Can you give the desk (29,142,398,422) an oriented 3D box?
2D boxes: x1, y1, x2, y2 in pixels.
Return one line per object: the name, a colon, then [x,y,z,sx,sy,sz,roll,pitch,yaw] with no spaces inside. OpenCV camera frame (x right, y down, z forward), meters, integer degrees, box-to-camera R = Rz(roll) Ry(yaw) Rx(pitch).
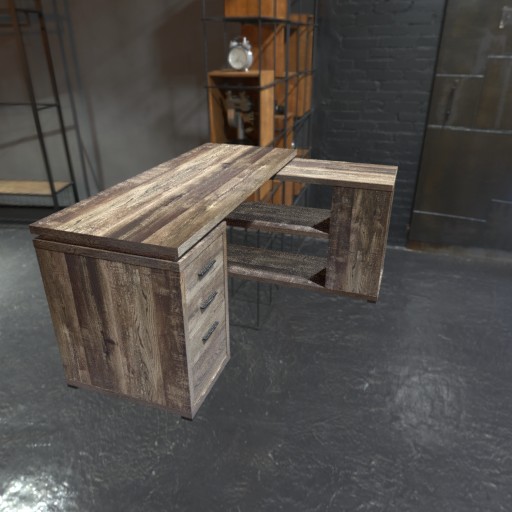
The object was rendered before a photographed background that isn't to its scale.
desk: [0.000,0.000,2.227,1.200,0.753,1.524,9,27,17]
